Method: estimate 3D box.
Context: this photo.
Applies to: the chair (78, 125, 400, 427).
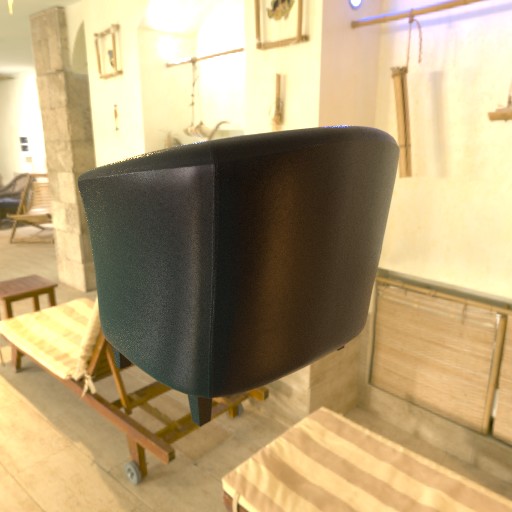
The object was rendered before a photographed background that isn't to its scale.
[{"bbox_3d":[0.000,0.000,1.363,0.793,0.756,0.727,-14,20,-43],"label":"chair"}]
